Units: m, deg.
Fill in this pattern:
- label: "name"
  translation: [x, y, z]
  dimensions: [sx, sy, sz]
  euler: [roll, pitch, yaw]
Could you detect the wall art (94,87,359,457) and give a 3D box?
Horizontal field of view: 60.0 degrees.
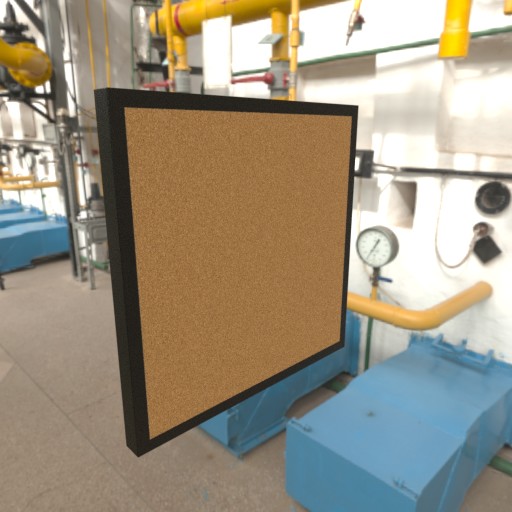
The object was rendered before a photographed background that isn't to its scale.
- label: "wall art"
  translation: [0.000, 0.000, 0.759]
  dimensions: [0.508, 0.508, 0.036]
  euler: [-14, 21, -41]
